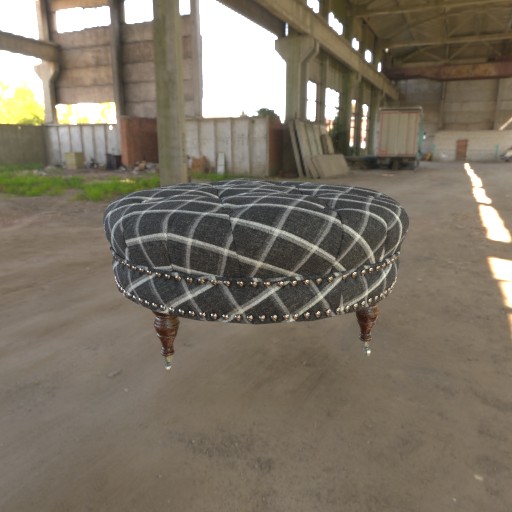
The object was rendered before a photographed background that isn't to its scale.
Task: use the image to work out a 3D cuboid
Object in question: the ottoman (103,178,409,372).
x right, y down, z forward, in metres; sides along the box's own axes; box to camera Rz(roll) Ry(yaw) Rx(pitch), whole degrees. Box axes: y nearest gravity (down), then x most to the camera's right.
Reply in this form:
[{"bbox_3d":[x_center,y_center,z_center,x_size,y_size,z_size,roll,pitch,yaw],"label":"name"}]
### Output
[{"bbox_3d":[0.000,0.000,1.387,0.901,0.439,0.901,0,14,0],"label":"ottoman"}]
